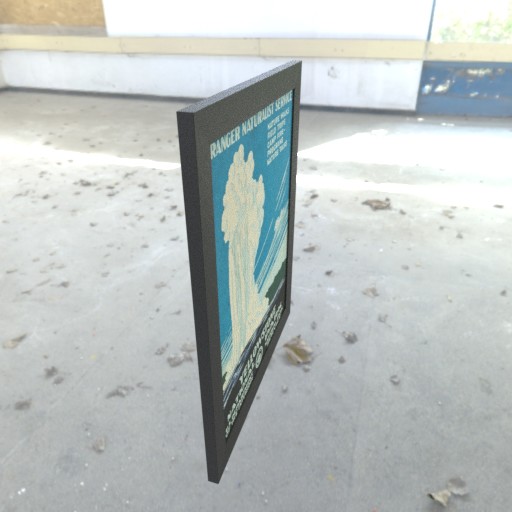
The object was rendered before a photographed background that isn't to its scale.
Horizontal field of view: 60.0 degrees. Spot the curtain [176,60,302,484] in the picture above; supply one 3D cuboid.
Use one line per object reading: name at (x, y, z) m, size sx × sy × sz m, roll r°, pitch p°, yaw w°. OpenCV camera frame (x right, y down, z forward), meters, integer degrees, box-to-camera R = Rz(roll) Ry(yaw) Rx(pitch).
curtain at (0.000, 0.000, 0.778) m, size 0.027 × 0.585 × 0.483 m, roll 9°, pitch 31°, yaw 15°
